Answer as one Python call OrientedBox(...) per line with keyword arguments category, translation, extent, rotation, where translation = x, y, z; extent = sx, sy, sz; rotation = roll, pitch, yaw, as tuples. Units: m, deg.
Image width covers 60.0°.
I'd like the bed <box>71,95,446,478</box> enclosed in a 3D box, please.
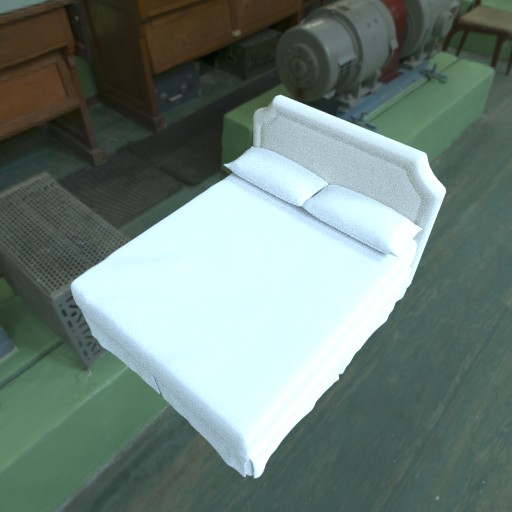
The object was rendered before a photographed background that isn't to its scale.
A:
OrientedBox(category="bed", translation=(0.000, 0.000, 3.877), extent=(2.134, 1.524, 2.548), rotation=(32, 55, 26))
